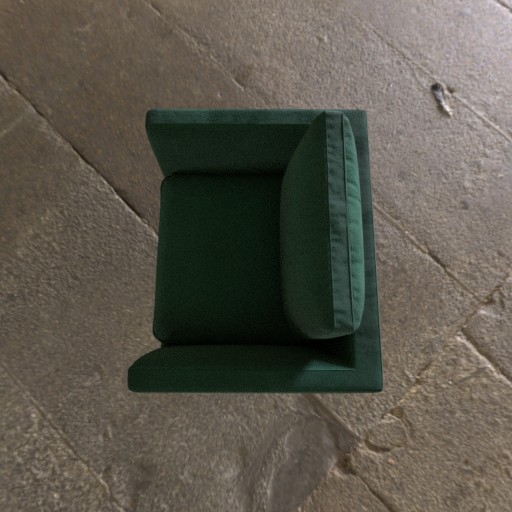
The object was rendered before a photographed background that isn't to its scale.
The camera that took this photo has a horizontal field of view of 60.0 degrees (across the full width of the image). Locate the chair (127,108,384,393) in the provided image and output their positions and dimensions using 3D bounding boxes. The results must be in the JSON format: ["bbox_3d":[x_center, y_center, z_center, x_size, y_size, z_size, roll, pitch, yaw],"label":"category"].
[{"bbox_3d":[0.000,0.000,1.810,0.852,0.997,1.047,0,76,0],"label":"chair"}]
